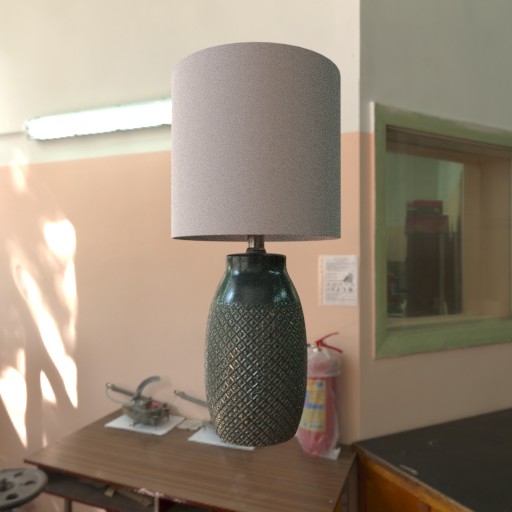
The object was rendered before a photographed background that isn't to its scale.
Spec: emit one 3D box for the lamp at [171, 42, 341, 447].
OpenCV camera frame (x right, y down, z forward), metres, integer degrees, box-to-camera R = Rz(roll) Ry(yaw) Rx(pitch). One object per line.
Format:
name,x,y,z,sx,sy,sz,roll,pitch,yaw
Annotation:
lamp,0.000,0.000,0.576,0.217,0.453,0.217,0,0,-35
